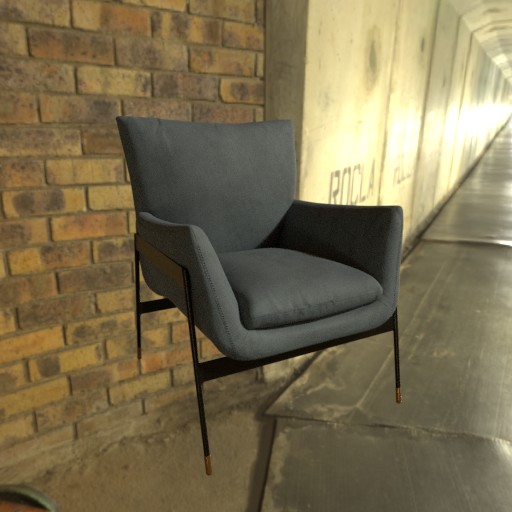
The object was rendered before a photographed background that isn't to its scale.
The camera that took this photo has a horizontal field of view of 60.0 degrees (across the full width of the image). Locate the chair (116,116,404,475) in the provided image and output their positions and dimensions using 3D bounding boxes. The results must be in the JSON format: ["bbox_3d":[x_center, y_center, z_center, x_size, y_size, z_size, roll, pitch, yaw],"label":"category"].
[{"bbox_3d":[0.000,0.000,1.400,0.678,0.858,0.709,-8,17,-27],"label":"chair"}]
